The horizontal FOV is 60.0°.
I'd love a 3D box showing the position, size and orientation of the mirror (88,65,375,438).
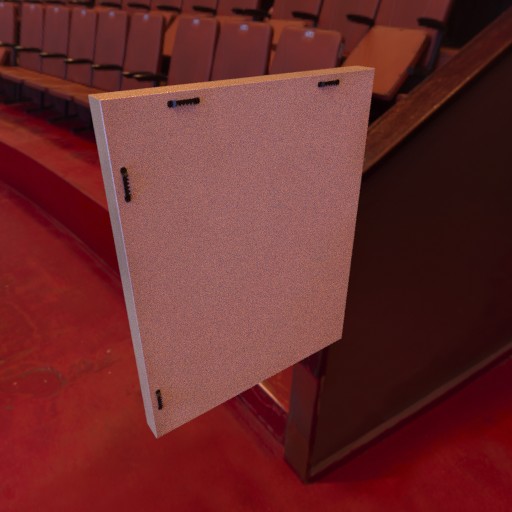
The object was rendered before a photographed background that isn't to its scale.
[{"bbox_3d":[0.000,0.000,0.680,0.406,0.509,0.041,-20,35,-31],"label":"mirror"}]
